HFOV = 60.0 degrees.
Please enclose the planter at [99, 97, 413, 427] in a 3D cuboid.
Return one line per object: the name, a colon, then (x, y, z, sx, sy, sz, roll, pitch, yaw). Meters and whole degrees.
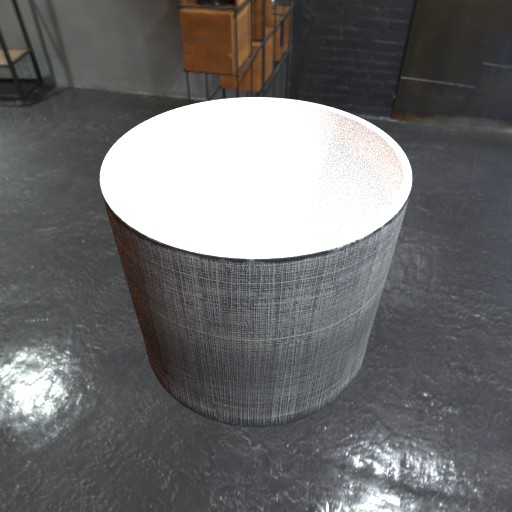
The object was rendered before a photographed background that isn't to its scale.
planter: (0.000, 0.000, 0.444, 0.254, 0.221, 0.254, 0, 42, 0)
